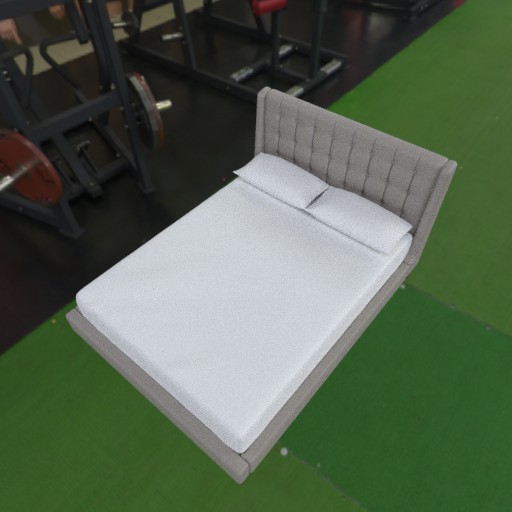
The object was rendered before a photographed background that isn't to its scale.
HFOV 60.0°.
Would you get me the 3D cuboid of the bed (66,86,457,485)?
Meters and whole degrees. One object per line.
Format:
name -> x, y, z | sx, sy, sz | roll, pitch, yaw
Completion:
bed -> 0.000, 0.000, 3.141 | 1.656, 1.147, 2.232 | 32, 55, 26
